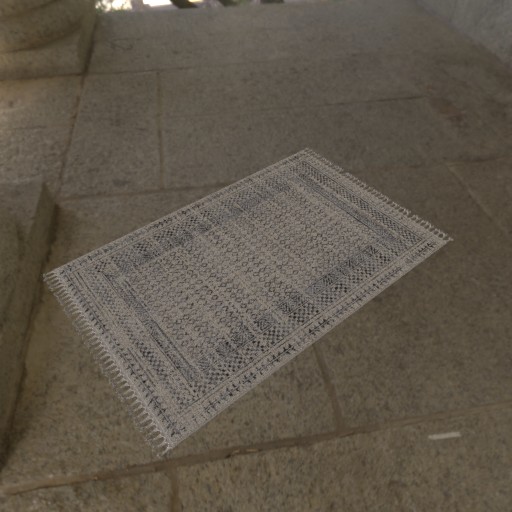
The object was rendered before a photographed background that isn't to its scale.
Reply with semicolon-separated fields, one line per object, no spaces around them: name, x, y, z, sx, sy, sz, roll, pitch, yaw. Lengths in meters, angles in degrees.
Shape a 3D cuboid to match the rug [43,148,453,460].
rug;0.000;0.000;3.101;2.486;0.013;1.548;-30;53;-26
